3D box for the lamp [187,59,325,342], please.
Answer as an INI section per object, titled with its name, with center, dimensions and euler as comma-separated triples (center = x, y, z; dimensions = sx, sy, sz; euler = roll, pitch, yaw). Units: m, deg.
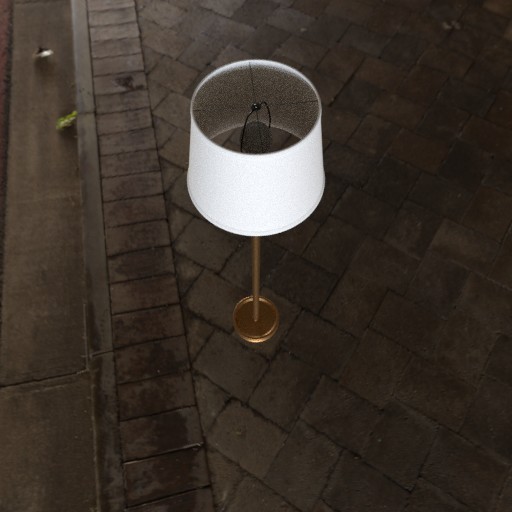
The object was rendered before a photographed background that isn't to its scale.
[lamp]
center = 0.000, 0.000, 0.782
dimensions = 0.178, 0.710, 0.178
euler = 0, 63, 0
